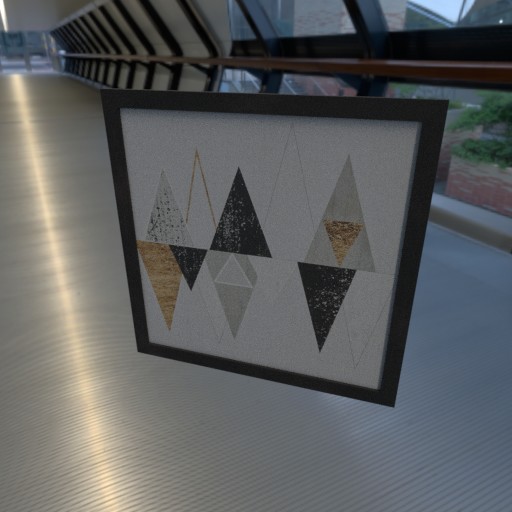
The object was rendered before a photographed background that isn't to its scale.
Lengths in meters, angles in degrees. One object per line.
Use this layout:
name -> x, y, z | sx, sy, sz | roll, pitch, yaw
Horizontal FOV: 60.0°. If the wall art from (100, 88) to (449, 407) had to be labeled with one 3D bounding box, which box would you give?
wall art -> 0.000, 0.000, 1.190 | 0.823, 0.823, 0.013 | 8, 27, 16
